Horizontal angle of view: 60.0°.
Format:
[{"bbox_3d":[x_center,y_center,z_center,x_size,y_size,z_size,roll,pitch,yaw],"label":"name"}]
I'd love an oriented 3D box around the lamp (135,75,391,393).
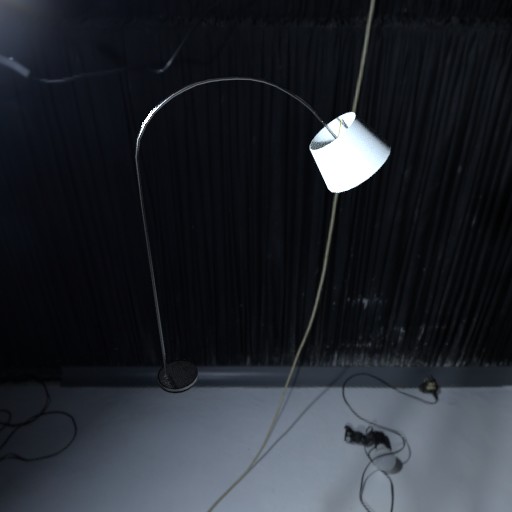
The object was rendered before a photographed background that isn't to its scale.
[{"bbox_3d":[0.000,0.000,2.745,1.445,2.098,0.406,-1,31,-1],"label":"lamp"}]
